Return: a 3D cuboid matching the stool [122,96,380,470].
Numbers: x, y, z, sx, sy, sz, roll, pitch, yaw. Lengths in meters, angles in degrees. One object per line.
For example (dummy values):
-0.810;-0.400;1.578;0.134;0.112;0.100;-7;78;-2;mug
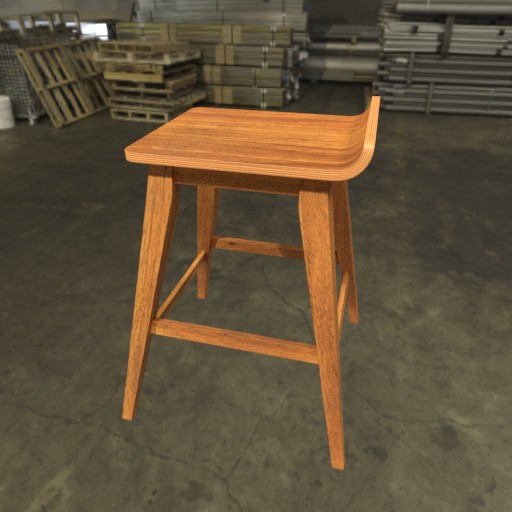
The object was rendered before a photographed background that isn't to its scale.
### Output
0.000;0.000;0.996;0.500;0.650;0.500;8;32;13;stool
